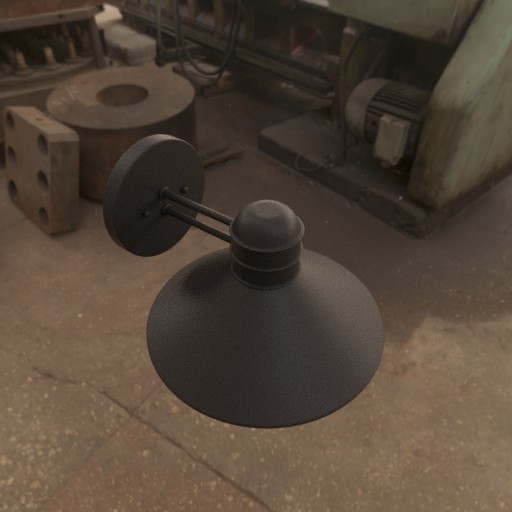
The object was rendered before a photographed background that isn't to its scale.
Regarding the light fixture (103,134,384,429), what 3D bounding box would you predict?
[{"bbox_3d":[0.000,0.000,0.679,0.434,0.265,0.396,25,46,26],"label":"light fixture"}]
